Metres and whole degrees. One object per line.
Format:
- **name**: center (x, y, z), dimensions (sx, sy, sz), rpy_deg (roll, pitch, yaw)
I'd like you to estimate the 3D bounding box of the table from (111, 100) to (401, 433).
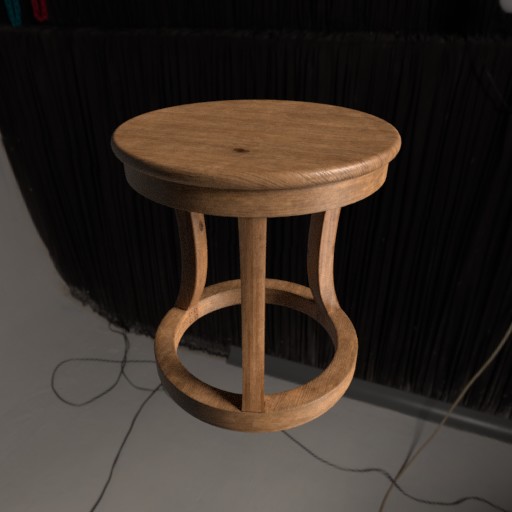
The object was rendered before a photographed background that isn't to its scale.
- **table**: center (0.000, 0.000, 0.795), dimensions (0.432, 0.460, 0.432), rpy_deg (0, 30, 0)
